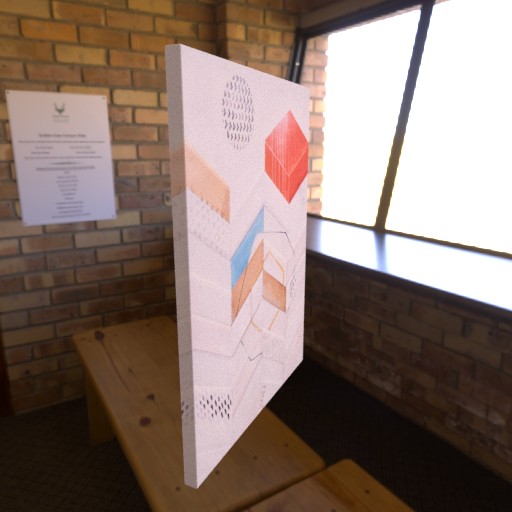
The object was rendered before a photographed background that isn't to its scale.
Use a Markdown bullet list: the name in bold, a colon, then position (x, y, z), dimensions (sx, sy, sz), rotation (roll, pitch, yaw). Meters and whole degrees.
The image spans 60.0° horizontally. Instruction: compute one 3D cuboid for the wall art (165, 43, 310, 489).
- **wall art**: position (0.000, 0.000, 1.312), dimensions (0.045, 1.014, 0.759), rotation (7, 15, 25)
